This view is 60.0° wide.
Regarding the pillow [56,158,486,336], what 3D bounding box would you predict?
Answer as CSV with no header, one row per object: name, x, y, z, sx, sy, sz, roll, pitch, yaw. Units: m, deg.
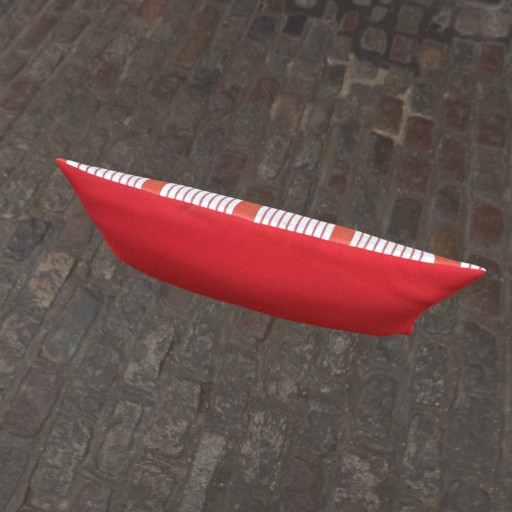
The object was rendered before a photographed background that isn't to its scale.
pillow,0.000,0.000,0.730,0.608,0.297,0.151,15,65,7
